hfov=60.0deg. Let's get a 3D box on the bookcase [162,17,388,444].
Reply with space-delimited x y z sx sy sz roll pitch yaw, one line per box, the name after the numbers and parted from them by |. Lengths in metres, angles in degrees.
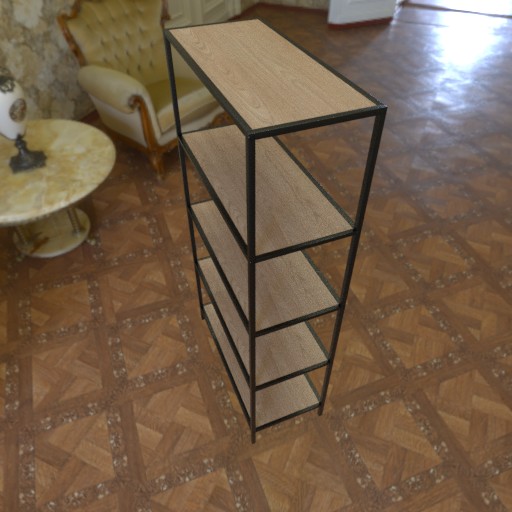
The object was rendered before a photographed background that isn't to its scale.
0.000 0.000 1.757 0.350 1.500 0.770 -16 46 -16 | bookcase
